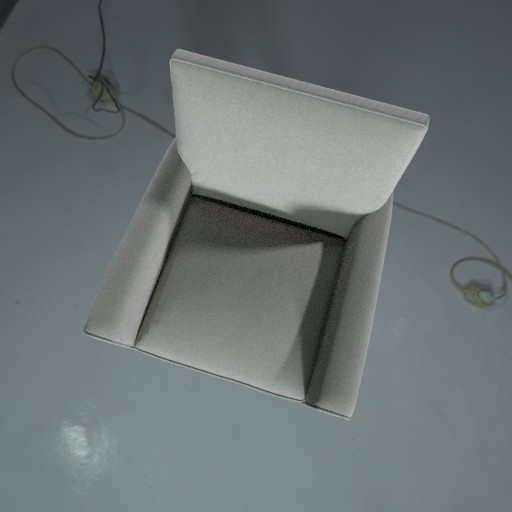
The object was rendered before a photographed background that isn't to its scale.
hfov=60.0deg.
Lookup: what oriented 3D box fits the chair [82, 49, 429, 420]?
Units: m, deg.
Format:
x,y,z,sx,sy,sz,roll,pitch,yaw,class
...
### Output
x,y,z,sx,sy,sz,roll,pitch,yaw,class
0.000,0.000,1.564,0.840,0.846,0.871,17,75,5,chair
